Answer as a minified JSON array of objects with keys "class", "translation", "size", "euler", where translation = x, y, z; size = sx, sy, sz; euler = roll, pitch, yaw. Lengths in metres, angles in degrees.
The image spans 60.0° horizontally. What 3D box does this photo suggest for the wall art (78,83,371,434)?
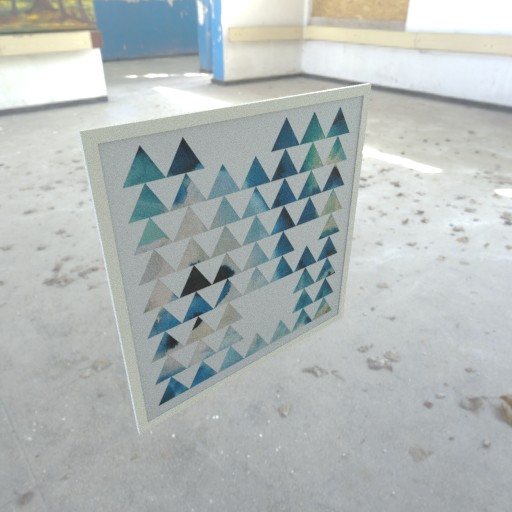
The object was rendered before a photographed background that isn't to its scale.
[{"class":"wall art","translation":[0.000,0.000,1.211],"size":[0.809,0.809,0.012],"euler":[-22,37,-33]}]
